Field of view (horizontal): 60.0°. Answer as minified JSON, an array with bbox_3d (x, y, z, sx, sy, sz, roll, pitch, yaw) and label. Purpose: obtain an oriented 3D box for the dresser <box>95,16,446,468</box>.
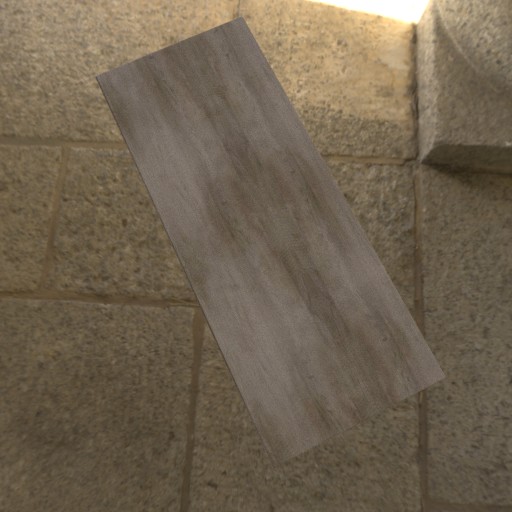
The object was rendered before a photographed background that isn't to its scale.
[{"bbox_3d":[0.000,0.000,1.407,0.404,0.816,0.994,-25,78,-6],"label":"dresser"}]
